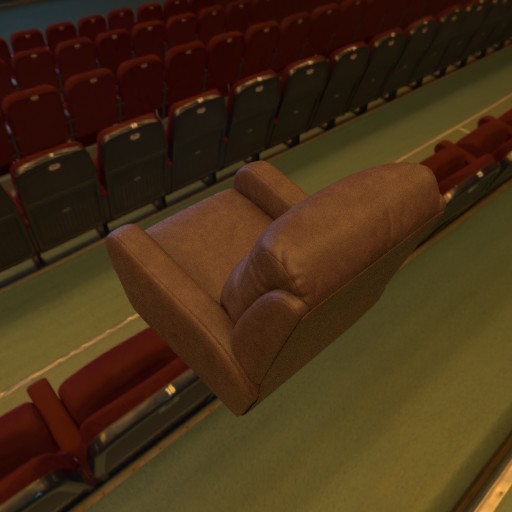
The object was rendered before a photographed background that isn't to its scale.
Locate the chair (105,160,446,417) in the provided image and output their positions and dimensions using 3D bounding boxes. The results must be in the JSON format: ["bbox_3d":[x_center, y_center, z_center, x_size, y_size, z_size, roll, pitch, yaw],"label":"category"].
[{"bbox_3d":[0.000,0.000,1.785,0.865,1.067,1.067,-32,53,-28],"label":"chair"}]
